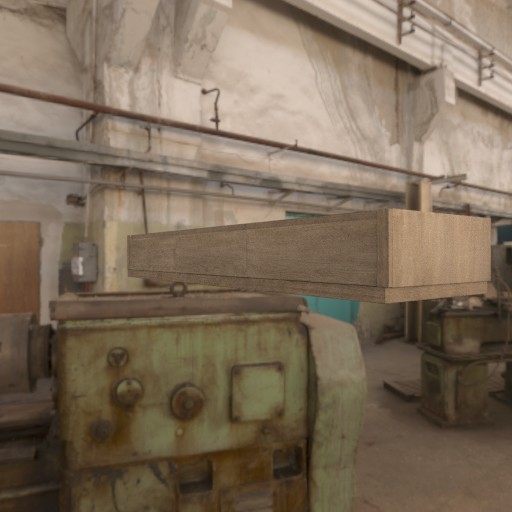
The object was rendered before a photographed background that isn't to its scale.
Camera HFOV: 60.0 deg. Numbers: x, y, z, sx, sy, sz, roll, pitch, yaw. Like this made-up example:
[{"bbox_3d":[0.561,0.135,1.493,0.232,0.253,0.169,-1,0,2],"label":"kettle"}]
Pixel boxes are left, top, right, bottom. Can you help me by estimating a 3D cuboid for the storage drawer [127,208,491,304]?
[{"bbox_3d":[0.000,0.000,2.268,0.591,0.274,2.072,0,0,-36],"label":"storage drawer"}]
